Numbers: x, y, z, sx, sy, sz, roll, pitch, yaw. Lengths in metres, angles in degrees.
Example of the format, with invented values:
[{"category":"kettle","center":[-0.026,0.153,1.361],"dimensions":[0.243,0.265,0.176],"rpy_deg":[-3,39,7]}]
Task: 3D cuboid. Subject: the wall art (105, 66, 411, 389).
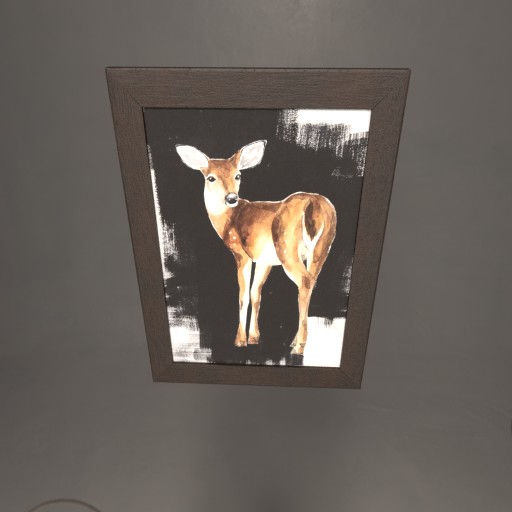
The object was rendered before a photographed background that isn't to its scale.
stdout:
[{"category":"wall art","center":[0.000,0.000,0.647],"dimensions":[0.359,0.508,0.013],"rpy_deg":[1,29,2]}]
